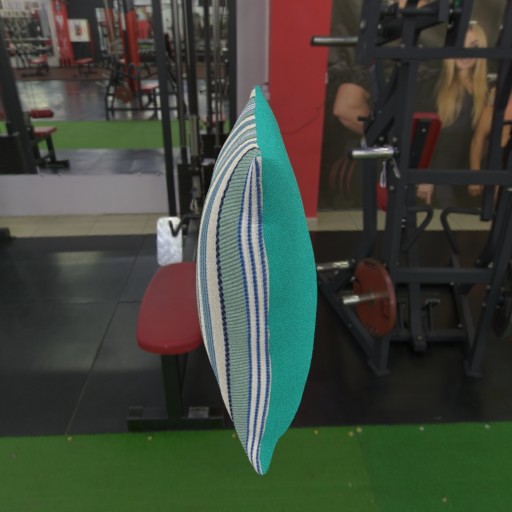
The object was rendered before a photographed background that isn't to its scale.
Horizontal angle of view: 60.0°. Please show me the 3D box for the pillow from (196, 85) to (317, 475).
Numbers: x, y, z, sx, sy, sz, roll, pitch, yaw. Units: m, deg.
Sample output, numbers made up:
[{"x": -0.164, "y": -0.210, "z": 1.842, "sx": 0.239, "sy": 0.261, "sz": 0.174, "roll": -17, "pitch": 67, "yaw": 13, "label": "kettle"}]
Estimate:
[{"x": 0.000, "y": 0.000, "z": 0.677, "sx": 0.182, "sy": 0.441, "sz": 0.440, "roll": 0, "pitch": 28, "yaw": 0, "label": "pillow"}]
